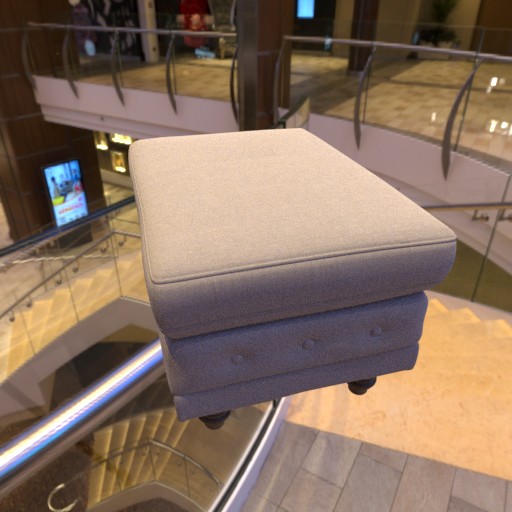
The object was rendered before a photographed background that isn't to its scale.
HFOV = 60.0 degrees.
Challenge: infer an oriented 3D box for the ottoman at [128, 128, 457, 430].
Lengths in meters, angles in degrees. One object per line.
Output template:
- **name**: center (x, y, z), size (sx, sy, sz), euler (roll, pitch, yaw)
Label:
- **ottoman**: center (0.000, 0.000, 1.148), size (0.569, 0.500, 0.771), euler (-8, 32, -14)
